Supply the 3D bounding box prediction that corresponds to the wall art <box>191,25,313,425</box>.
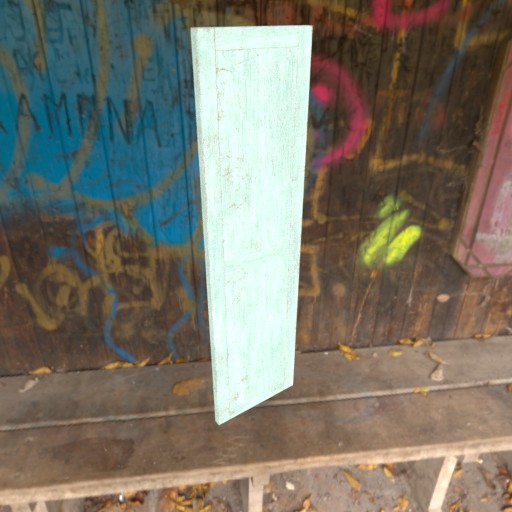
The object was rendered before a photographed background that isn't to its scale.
[{"bbox_3d":[0.000,0.000,1.325,0.329,1.219,0.025,-19,34,-30],"label":"wall art"}]
